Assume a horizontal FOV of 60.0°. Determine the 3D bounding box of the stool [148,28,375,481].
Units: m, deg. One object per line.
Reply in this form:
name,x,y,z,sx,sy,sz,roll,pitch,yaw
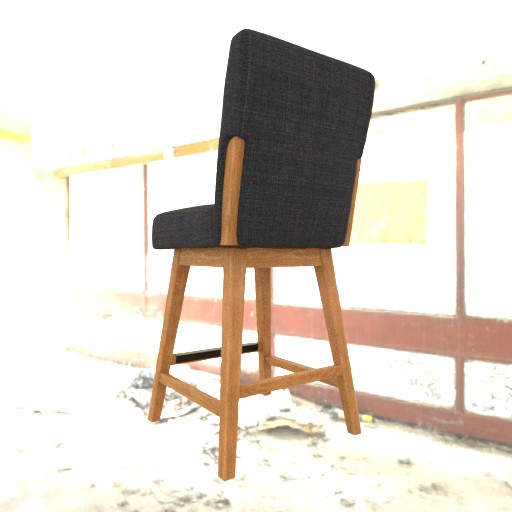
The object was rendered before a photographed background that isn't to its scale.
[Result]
stool,0.000,0.000,1.285,0.459,1.010,0.526,0,1,-35
